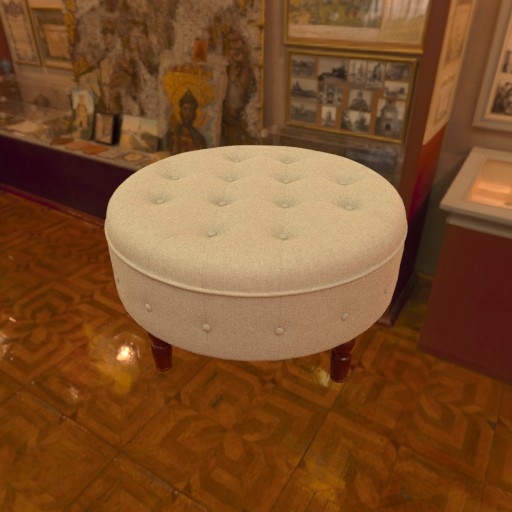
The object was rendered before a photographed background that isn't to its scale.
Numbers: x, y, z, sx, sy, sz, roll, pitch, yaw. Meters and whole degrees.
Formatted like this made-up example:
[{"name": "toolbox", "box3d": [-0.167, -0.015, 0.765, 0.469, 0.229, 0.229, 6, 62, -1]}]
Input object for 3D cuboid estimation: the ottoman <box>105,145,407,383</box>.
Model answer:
[{"name": "ottoman", "box3d": [0.000, 0.000, 1.379, 0.849, 0.478, 0.849, 0, 32, 0]}]
